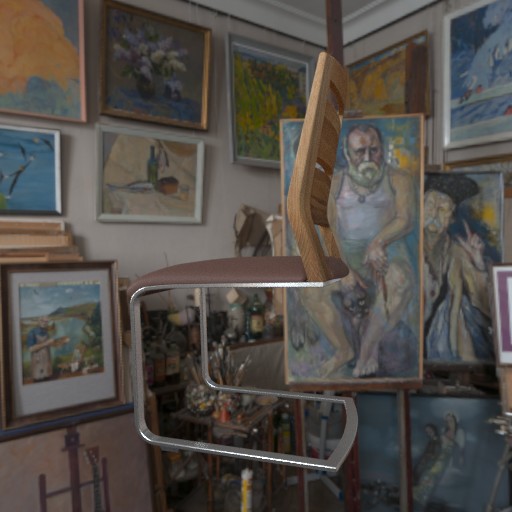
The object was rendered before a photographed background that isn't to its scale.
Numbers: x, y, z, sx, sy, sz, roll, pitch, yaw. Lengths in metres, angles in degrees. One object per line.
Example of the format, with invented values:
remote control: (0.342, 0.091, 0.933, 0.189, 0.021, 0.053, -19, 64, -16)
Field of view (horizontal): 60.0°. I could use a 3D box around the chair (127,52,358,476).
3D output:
chair: (0.000, 0.000, 1.264, 0.570, 0.970, 0.460, 1, 2, 17)
